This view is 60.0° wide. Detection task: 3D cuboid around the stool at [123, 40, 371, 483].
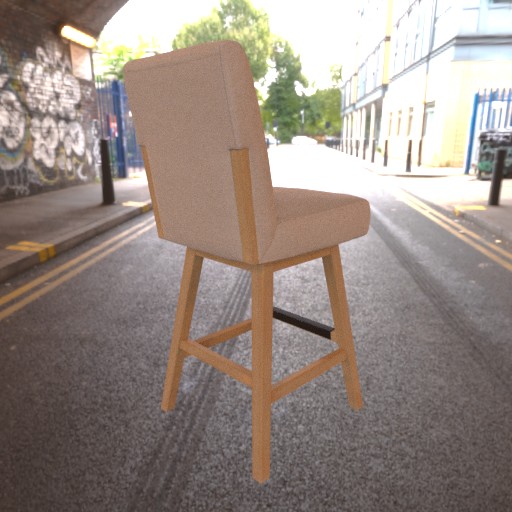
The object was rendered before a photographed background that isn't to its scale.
[{"bbox_3d":[0.000,0.000,1.252,0.543,1.015,0.446,-15,21,-43],"label":"stool"}]
